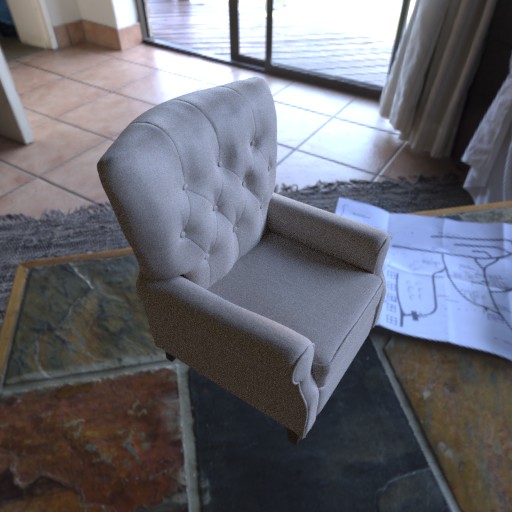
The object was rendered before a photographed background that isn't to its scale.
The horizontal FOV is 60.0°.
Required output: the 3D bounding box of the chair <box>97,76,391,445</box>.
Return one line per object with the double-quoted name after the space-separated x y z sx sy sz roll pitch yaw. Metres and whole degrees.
0.000 0.000 1.927 1.025 1.209 0.942 25 47 25 "chair"
